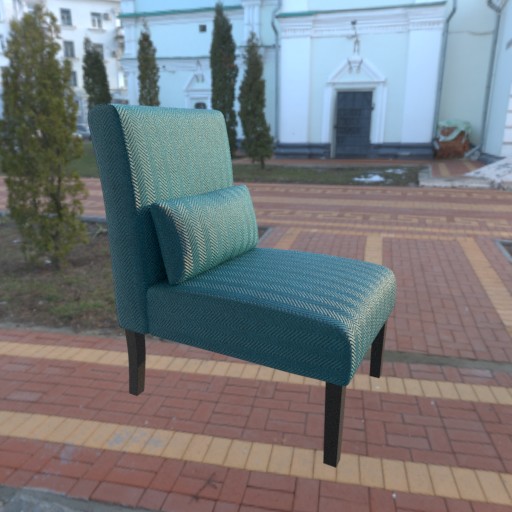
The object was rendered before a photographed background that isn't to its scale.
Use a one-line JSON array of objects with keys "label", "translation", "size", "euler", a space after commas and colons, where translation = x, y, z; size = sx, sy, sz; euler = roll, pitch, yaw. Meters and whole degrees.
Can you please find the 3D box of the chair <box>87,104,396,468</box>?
[{"label": "chair", "translation": [0.000, 0.000, 1.434], "size": [0.808, 0.927, 0.579], "euler": [8, 18, 27]}]
